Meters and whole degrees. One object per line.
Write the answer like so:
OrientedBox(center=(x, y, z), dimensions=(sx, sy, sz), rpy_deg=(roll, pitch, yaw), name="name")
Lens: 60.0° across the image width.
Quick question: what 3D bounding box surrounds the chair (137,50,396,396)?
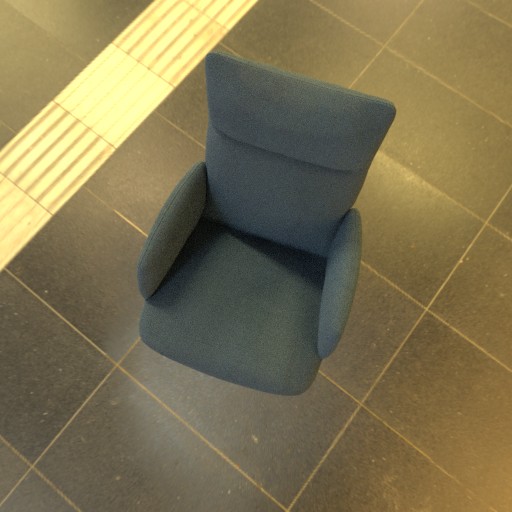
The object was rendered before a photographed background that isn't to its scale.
OrientedBox(center=(0.000, 0.000, 1.579), dimensions=(0.711, 1.016, 0.889), rpy_deg=(18, 76, 5), name="chair")
